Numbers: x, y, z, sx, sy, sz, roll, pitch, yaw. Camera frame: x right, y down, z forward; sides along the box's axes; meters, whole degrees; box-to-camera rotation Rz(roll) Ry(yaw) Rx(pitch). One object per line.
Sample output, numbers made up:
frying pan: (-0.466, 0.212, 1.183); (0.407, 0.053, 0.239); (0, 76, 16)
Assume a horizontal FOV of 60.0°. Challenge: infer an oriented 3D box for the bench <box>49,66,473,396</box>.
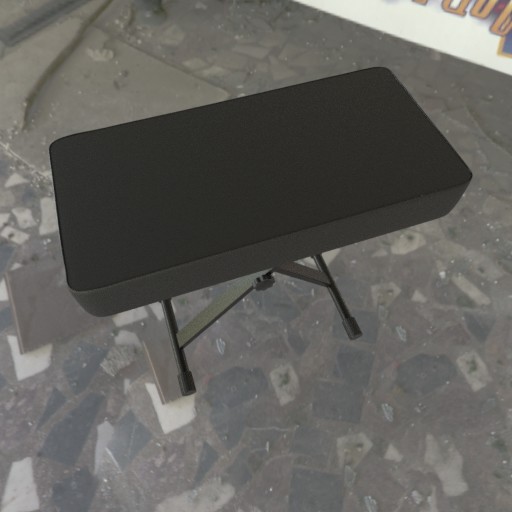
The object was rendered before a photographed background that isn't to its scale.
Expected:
bench: (0.000, 0.000, 0.915); (0.600, 0.561, 0.300); (-16, 60, -10)
